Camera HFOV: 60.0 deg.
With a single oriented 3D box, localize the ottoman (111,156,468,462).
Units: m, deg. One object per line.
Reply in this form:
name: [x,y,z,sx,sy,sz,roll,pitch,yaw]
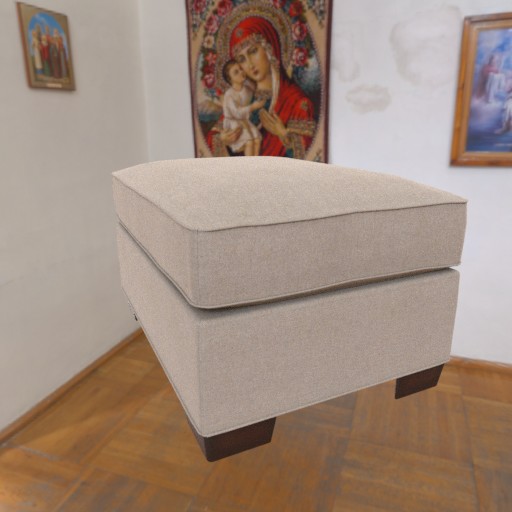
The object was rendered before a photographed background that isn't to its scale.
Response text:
ottoman: [0.000,0.000,1.207,0.617,0.503,0.846,-8,19,-24]
